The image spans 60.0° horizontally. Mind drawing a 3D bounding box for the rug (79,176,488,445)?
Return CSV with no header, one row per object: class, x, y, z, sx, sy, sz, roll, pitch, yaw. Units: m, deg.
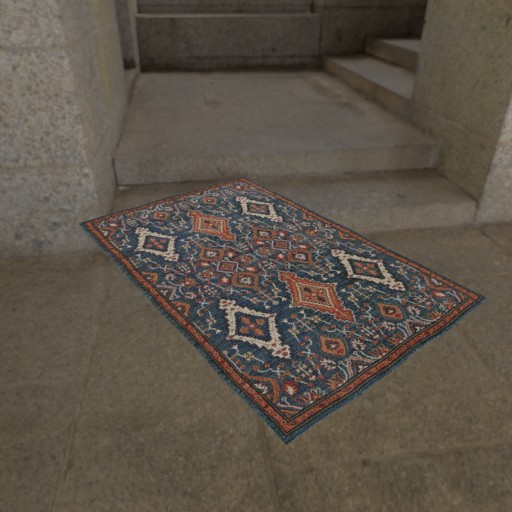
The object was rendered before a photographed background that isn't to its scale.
rug,0.000,0.000,4.131,2.190,0.008,3.371,-22,38,-31
